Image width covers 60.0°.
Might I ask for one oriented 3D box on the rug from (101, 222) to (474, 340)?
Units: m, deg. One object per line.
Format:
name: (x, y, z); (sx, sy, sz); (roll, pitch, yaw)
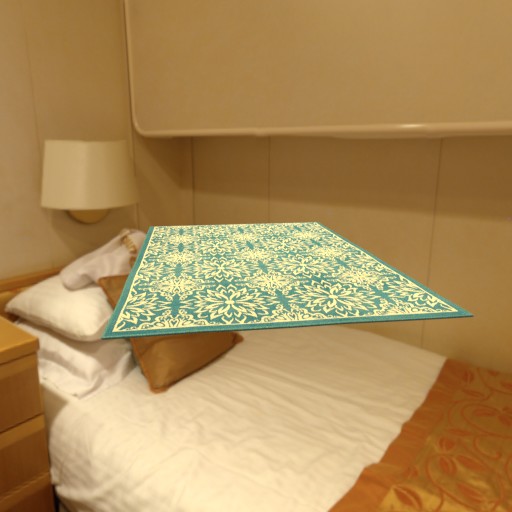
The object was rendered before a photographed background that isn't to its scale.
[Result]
rug: (0.000, 0.000, 3.452); (1.830, 0.018, 2.769); (-2, 14, -8)
